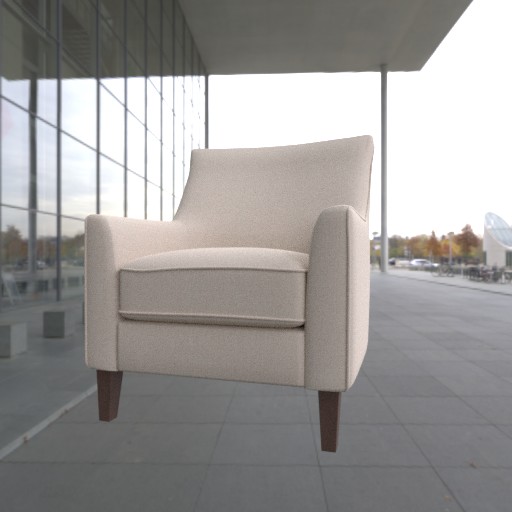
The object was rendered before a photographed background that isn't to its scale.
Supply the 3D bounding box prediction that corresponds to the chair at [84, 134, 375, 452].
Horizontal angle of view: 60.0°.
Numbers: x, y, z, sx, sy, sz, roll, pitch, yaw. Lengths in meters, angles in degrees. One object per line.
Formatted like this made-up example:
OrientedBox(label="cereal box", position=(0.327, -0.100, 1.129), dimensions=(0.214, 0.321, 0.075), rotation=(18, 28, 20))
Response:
OrientedBox(label="chair", position=(0.000, 0.000, 1.513), dimensions=(0.756, 0.916, 0.879), rotation=(0, 0, 18))
